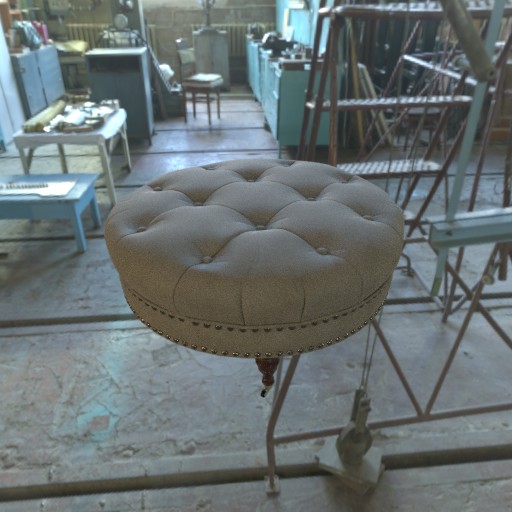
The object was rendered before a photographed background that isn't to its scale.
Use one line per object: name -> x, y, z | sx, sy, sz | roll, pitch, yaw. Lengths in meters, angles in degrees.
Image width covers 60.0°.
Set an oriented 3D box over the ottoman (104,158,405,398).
ottoman -> 0.000, 0.000, 1.436 | 0.901, 0.439, 0.901 | 0, 31, 0
